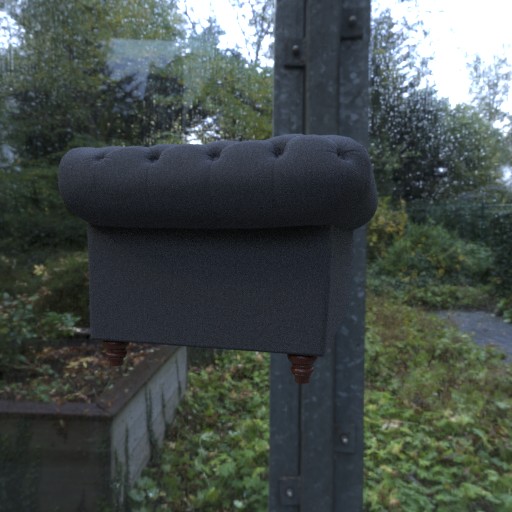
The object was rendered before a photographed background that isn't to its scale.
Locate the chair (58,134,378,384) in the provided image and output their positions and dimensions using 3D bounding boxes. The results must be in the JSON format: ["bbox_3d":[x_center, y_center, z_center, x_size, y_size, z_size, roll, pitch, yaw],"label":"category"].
[{"bbox_3d":[0.000,0.000,1.868,0.976,0.770,1.270,1,2,16],"label":"chair"}]
